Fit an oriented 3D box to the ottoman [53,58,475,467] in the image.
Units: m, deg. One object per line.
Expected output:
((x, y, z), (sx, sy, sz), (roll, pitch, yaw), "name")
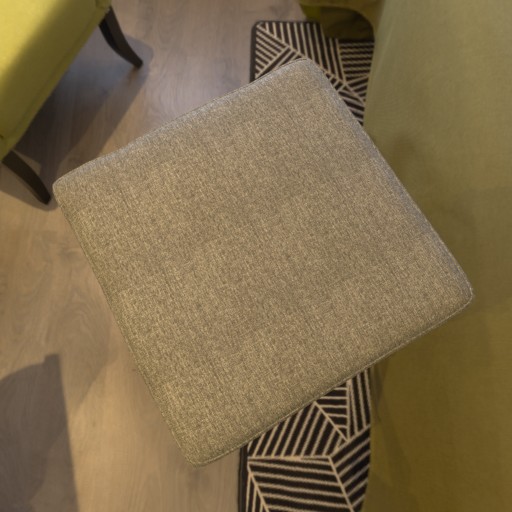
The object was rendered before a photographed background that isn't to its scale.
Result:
((0.000, 0.000, 1.316), (0.838, 0.481, 0.838), (-29, 78, -7), "ottoman")
